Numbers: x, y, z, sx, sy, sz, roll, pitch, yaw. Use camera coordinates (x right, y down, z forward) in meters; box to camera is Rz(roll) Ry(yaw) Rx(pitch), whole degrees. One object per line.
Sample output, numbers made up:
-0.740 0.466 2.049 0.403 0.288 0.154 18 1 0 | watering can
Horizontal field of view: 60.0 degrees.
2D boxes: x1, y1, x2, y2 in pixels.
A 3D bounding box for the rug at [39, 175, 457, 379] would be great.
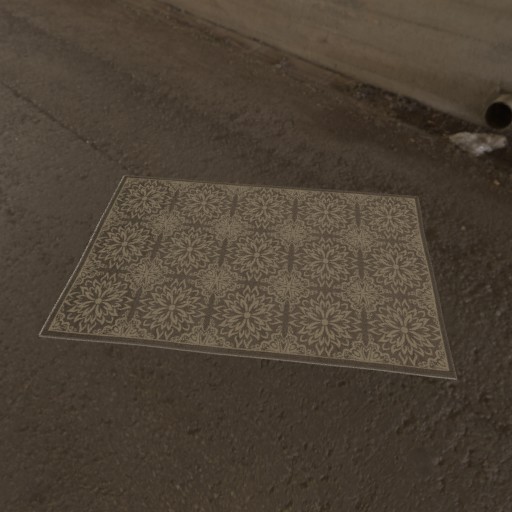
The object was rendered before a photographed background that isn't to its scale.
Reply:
0.000 0.000 3.504 2.746 0.018 1.819 5 47 5 | rug
